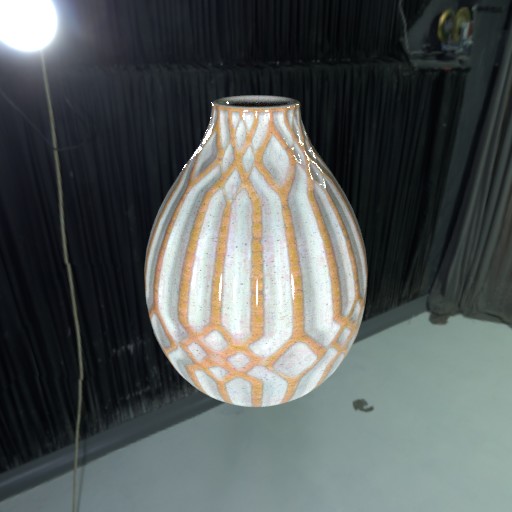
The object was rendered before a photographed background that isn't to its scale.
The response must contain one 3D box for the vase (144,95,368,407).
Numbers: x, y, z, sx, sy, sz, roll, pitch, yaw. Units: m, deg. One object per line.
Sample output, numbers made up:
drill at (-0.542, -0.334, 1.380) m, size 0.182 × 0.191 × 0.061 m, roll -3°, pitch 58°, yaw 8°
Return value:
vase at (0.000, 0.000, 0.262) m, size 0.131 × 0.175 × 0.131 m, roll 0°, pitch 27°, yaw 0°
